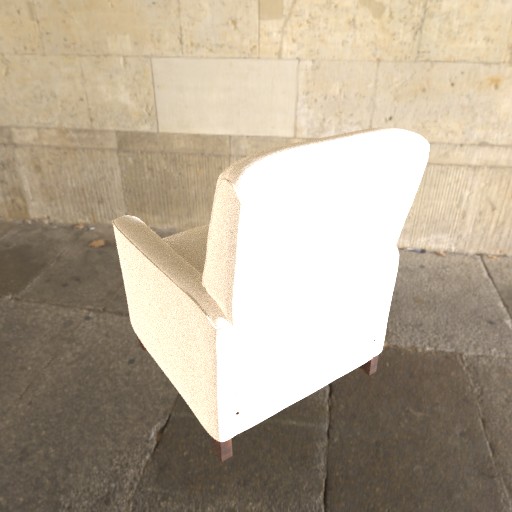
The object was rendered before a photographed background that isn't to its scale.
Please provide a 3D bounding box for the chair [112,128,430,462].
[{"bbox_3d":[0.000,0.000,1.654,0.841,1.028,0.858,-19,34,-30],"label":"chair"}]
